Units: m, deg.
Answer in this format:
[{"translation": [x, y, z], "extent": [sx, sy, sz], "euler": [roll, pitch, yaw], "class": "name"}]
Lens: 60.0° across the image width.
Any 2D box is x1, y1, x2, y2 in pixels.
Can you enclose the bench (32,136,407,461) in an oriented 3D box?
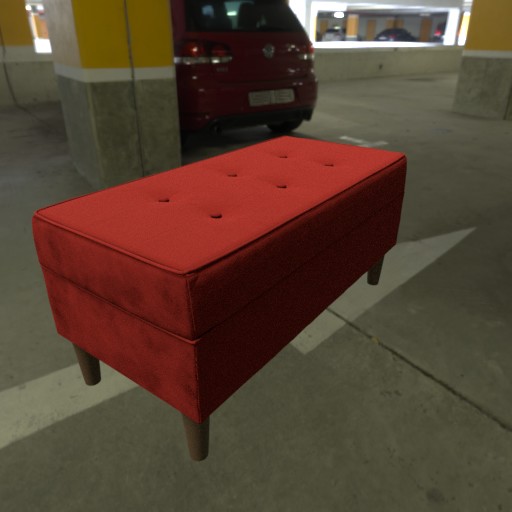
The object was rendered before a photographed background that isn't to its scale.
[{"translation": [0.000, 0.000, 1.275], "extent": [0.492, 0.471, 1.016], "euler": [18, 32, 32], "class": "bench"}]
